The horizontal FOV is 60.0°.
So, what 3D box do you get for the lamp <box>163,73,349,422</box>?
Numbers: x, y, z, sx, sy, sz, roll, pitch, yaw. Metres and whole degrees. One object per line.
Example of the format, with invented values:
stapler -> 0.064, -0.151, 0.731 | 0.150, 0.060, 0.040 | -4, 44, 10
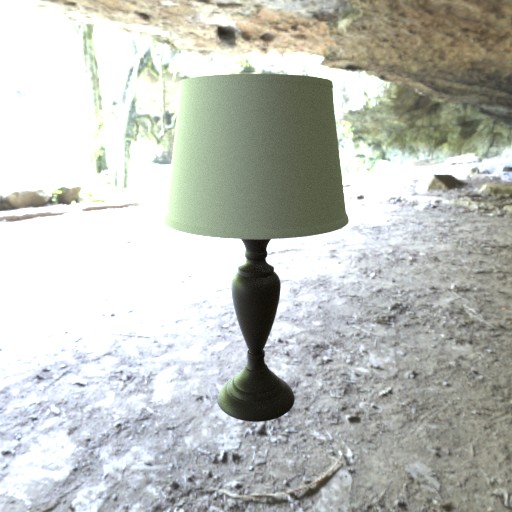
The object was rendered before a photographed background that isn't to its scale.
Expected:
lamp -> 0.000, 0.000, 0.836 | 0.335, 0.611, 0.335 | 0, 16, 0
